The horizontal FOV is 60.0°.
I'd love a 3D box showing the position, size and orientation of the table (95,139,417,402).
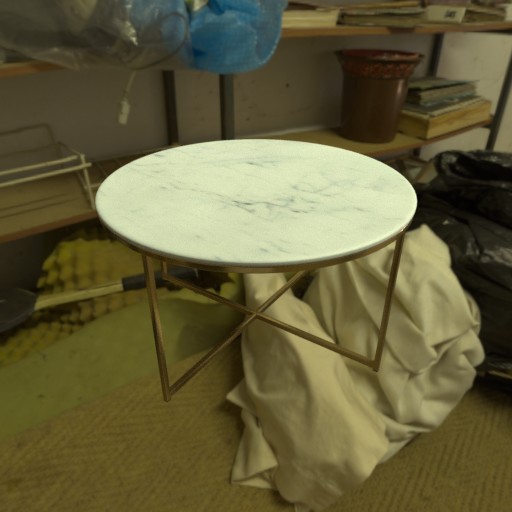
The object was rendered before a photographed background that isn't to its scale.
[{"bbox_3d":[0.000,0.000,1.265,0.800,0.450,0.800,0,30,0],"label":"table"}]
